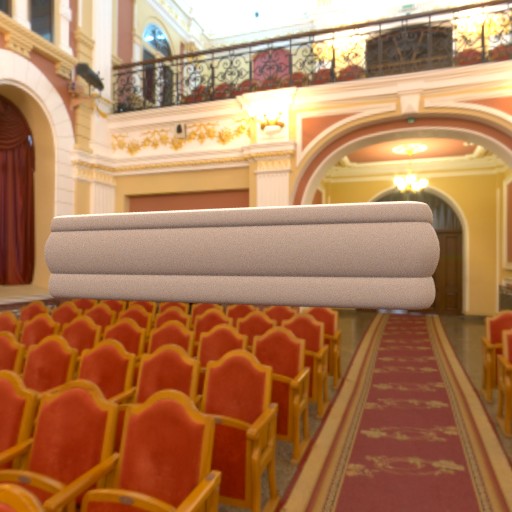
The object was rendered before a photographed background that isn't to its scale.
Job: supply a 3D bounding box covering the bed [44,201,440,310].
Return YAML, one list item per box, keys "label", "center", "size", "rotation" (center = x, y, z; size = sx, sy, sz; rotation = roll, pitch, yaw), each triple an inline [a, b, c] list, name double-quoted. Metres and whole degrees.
- label: "bed"
  center: [0.000, 0.000, 2.717]
  size: [2.036, 0.460, 1.520]
  rotation: [0, -1, 19]
